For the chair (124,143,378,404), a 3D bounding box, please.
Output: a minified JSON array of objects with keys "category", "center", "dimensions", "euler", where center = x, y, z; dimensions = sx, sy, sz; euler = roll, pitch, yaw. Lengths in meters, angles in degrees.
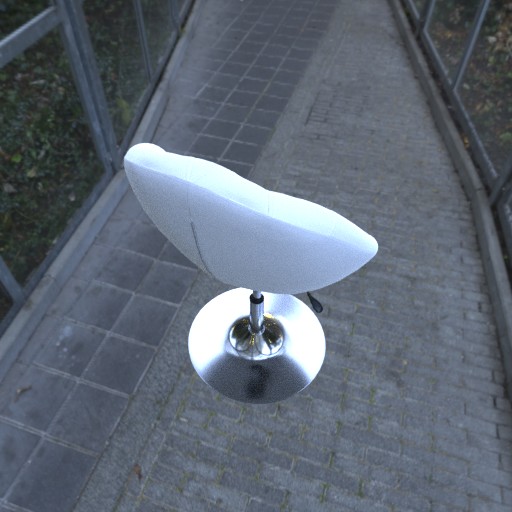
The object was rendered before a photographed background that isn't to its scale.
[{"category":"chair","center":[0.000,0.000,1.847],"dimensions":[0.940,1.261,0.736],"euler":[23,51,20]}]
